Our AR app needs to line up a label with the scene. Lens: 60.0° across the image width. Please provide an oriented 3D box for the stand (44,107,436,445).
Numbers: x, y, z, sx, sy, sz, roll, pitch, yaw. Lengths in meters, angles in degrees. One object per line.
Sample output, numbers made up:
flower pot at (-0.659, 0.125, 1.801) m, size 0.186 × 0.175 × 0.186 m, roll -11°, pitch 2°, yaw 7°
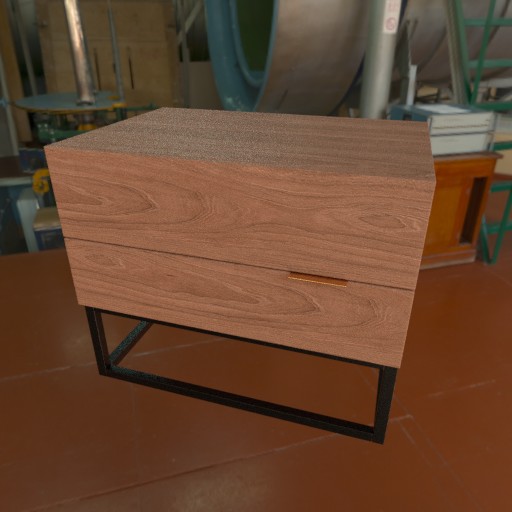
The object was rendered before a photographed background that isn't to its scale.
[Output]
stand at (0.000, 0.000, 0.919) m, size 0.600 × 0.500 × 0.420 m, roll 8°, pitch 29°, yaw 16°
